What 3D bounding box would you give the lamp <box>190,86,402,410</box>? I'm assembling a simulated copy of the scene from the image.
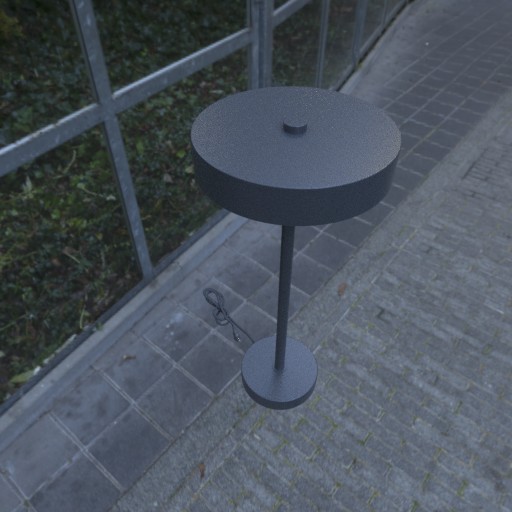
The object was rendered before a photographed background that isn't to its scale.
[{"bbox_3d":[0.000,0.000,0.695,0.229,0.508,0.369,-28,50,-26],"label":"lamp"}]
